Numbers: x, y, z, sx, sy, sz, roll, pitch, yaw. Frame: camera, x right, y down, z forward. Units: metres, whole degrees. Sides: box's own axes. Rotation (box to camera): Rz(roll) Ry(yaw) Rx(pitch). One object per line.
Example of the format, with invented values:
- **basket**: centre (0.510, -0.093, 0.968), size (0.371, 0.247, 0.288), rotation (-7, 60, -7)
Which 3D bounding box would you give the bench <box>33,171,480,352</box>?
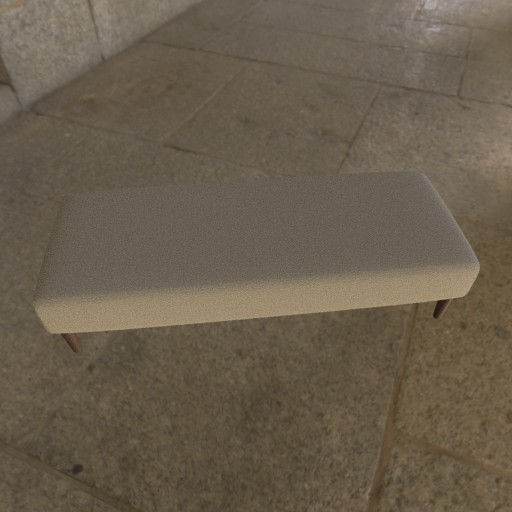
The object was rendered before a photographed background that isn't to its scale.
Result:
- **bench**: centre (0.000, 0.000, 1.886), size (1.609, 0.393, 0.646), rotation (-5, 46, -4)
